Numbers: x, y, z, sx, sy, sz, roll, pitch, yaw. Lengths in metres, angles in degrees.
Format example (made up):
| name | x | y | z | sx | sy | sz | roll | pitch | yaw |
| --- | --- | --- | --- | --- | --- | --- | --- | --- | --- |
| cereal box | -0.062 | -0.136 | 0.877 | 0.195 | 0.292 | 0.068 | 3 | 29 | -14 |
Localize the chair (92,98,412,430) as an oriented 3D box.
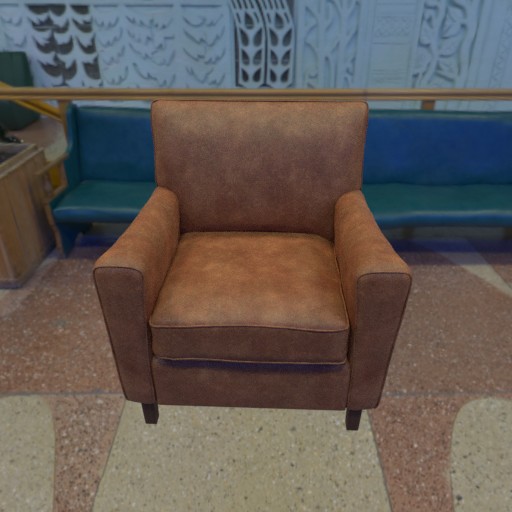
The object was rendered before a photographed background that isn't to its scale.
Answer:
| name | x | y | z | sx | sy | sz | roll | pitch | yaw |
| --- | --- | --- | --- | --- | --- | --- | --- | --- | --- |
| chair | 0.000 | 0.000 | 1.585 | 0.870 | 0.943 | 0.823 | 1 | 30 | 2 |
